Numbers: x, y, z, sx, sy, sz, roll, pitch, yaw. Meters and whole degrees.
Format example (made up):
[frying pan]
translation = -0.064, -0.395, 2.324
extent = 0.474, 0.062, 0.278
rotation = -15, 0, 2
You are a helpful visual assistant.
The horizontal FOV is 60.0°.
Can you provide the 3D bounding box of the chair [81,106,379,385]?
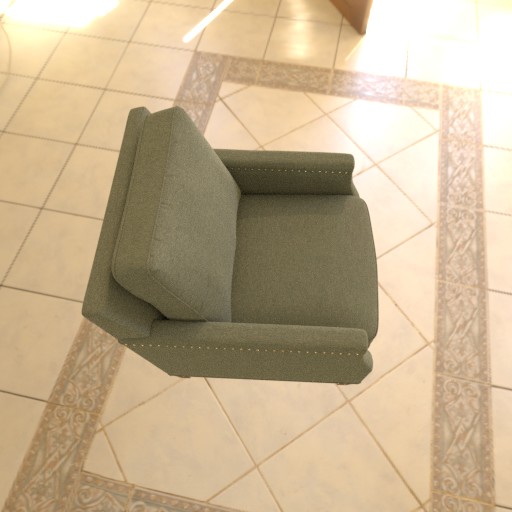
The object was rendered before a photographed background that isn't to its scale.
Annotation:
[chair]
translation = 0.000, 0.000, 1.870
extent = 1.031, 1.031, 0.885
rotation = 2, 62, 1
